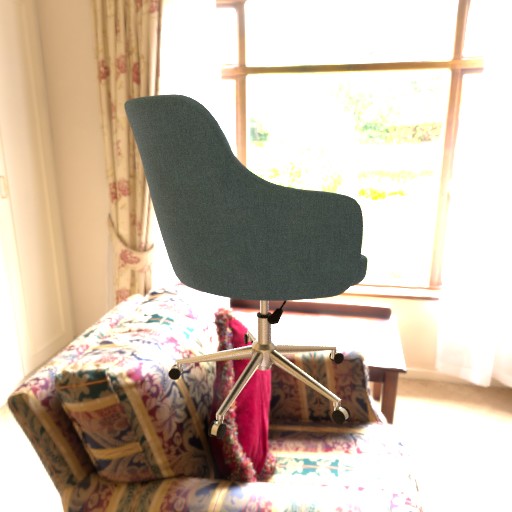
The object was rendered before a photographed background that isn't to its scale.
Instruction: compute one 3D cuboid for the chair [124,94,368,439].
[{"bbox_3d":[0.000,0.000,1.250,0.655,0.820,0.599,-8,17,-27],"label":"chair"}]
